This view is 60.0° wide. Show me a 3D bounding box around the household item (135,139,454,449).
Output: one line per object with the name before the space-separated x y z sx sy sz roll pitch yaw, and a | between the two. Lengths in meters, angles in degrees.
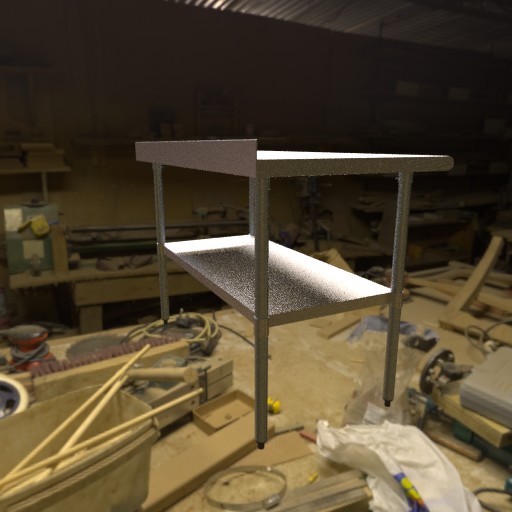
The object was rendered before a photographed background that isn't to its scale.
household item | 0.000 0.000 1.705 0.610 0.851 1.219 -7 16 -26
